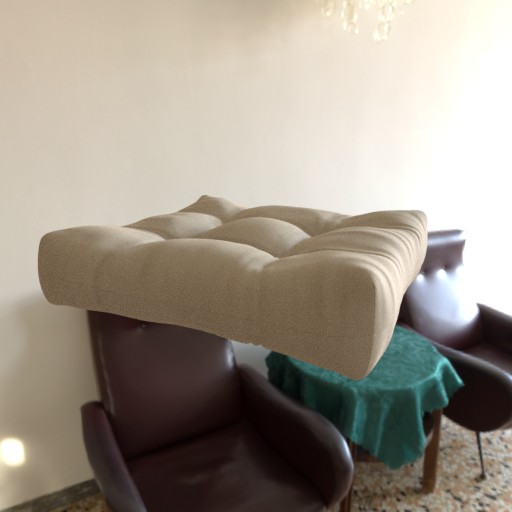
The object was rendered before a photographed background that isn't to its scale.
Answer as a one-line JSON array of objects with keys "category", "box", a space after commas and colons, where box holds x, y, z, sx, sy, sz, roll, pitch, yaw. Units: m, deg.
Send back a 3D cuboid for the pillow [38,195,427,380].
[{"category": "pillow", "box": [0.000, 0.000, 0.721, 0.490, 0.128, 0.468, 7, 17, 25]}]
